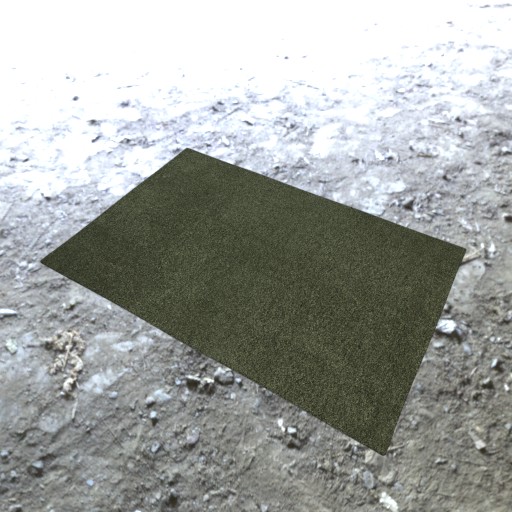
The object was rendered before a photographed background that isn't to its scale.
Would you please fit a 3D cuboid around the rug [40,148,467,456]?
[{"bbox_3d":[0.000,0.000,3.366,2.699,0.026,1.802,24,51,21],"label":"rug"}]
